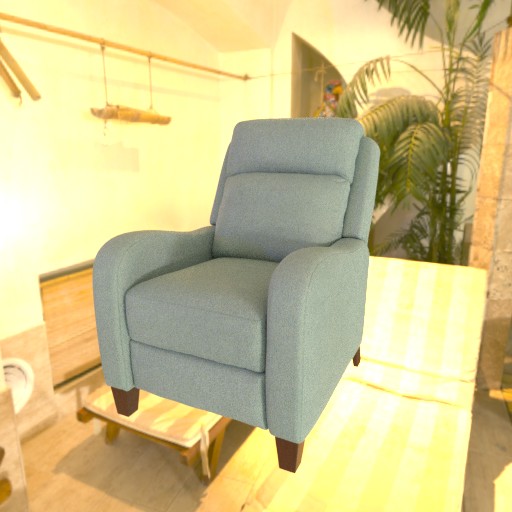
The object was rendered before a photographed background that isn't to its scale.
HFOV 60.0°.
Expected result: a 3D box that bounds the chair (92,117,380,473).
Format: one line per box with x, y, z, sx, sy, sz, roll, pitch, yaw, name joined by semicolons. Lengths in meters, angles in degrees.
0.000;0.000;1.734;0.785;1.067;0.988;7;16;25;chair
